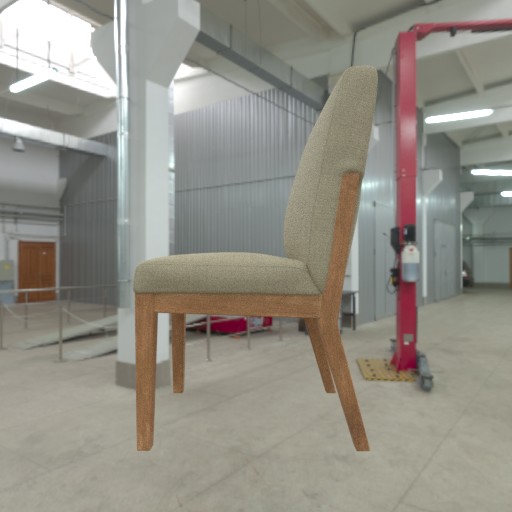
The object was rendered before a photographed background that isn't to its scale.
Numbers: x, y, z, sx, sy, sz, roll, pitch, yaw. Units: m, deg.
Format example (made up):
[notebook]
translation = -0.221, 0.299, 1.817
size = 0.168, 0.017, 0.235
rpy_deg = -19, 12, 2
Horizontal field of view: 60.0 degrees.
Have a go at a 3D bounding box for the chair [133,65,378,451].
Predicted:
[chair]
translation = 0.000, 0.000, 1.270
size = 0.586, 0.911, 0.507
rpy_deg = 0, -1, 0
